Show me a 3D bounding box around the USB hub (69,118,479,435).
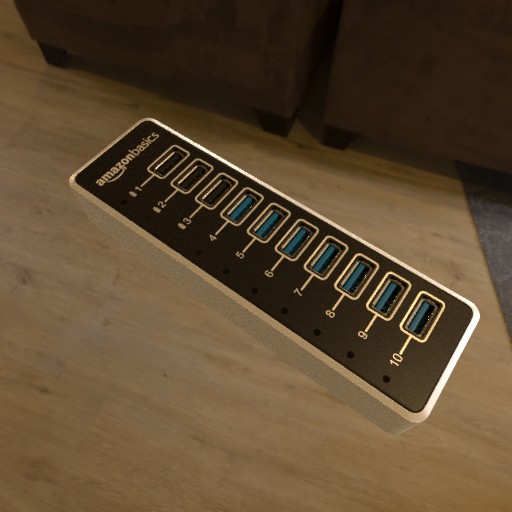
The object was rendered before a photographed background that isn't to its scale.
[{"bbox_3d":[0.000,0.000,0.160,0.145,0.023,0.044,33,65,18],"label":"USB hub"}]
